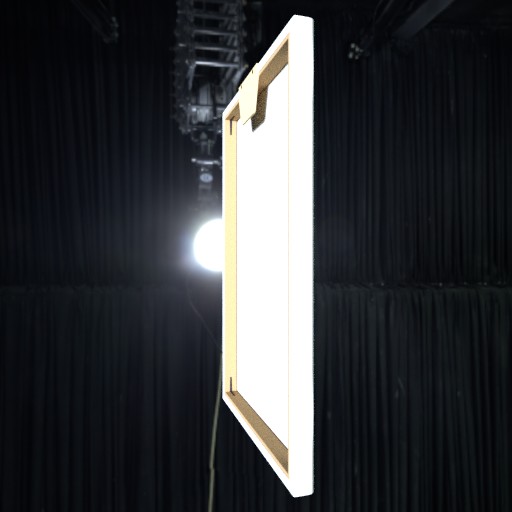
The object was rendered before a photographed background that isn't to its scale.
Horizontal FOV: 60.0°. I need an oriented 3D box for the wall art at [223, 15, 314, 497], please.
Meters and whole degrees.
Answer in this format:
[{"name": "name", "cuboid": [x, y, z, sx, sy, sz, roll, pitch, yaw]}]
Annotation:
[{"name": "wall art", "cuboid": [0.000, 0.000, 1.119, 0.048, 0.902, 0.602, 0, 0, -17]}]
